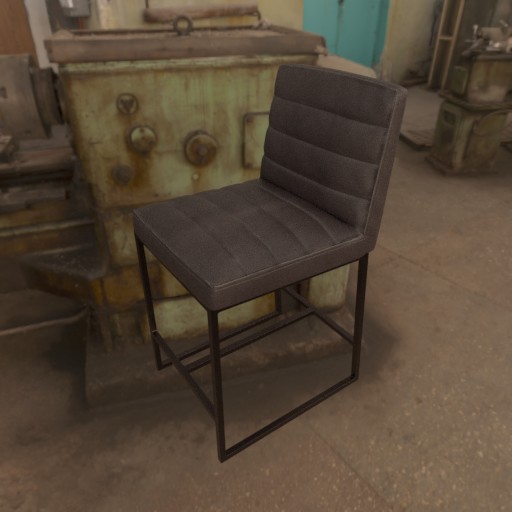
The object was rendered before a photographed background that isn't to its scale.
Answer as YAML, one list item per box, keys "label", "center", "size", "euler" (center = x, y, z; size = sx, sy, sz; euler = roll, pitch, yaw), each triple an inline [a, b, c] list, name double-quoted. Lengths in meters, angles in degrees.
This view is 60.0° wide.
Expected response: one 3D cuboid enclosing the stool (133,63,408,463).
- label: "stool"
  center: [0.000, 0.000, 1.266]
  size: [0.562, 0.946, 0.463]
  euler: [-20, 37, -29]
